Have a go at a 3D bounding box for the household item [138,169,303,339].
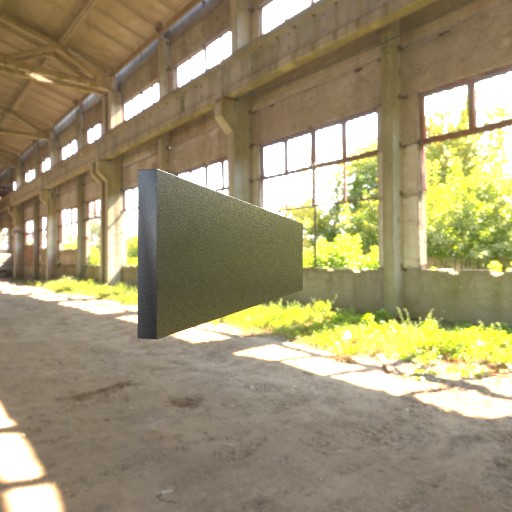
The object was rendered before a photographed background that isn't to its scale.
[{"bbox_3d":[0.000,0.000,1.092,0.030,0.236,1.001,0,0,18],"label":"household item"}]
